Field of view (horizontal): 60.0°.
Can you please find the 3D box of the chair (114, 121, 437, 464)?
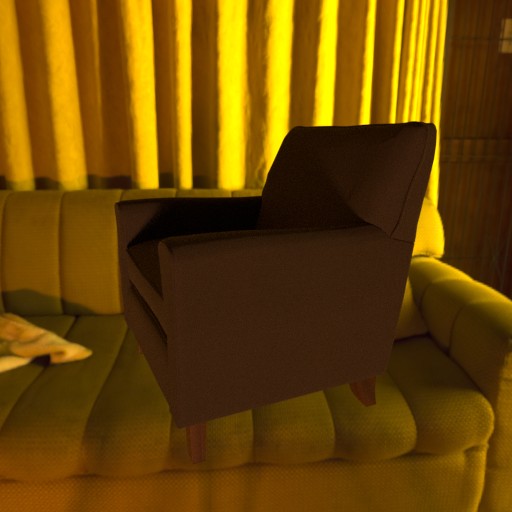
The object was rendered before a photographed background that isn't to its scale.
[{"bbox_3d":[0.000,0.000,1.579,0.831,0.911,0.836,-7,17,-25],"label":"chair"}]
